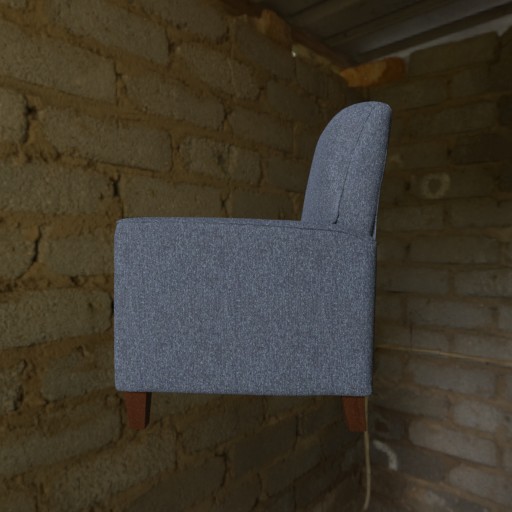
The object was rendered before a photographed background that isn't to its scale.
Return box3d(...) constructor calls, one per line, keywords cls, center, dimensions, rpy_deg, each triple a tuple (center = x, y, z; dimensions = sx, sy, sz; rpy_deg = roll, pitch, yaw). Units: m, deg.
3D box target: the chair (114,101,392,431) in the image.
box3d(cls="chair", center=(0.000, 0.000, 1.663), dimensions=(0.850, 1.016, 0.839), rpy_deg=(0, 0, 1))
